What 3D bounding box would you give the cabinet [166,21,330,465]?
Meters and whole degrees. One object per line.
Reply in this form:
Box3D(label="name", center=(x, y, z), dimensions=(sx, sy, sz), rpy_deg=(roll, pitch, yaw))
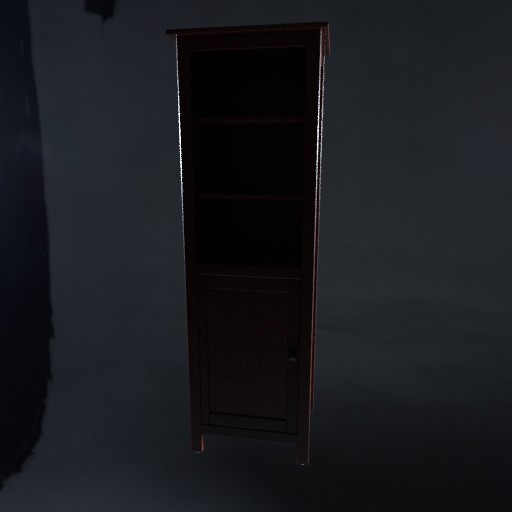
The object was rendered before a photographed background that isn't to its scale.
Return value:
Box3D(label="cabinet", center=(0.000, 0.000, 1.700), dimensions=(0.500, 1.518, 0.401), rpy_deg=(2, 13, 10))
